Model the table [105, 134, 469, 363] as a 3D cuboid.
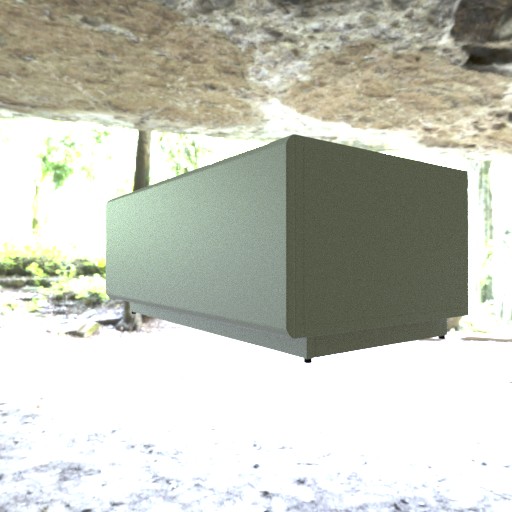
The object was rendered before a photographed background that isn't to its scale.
[{"bbox_3d":[0.000,0.000,1.439,0.639,0.442,1.097,0,-1,-35],"label":"table"}]
